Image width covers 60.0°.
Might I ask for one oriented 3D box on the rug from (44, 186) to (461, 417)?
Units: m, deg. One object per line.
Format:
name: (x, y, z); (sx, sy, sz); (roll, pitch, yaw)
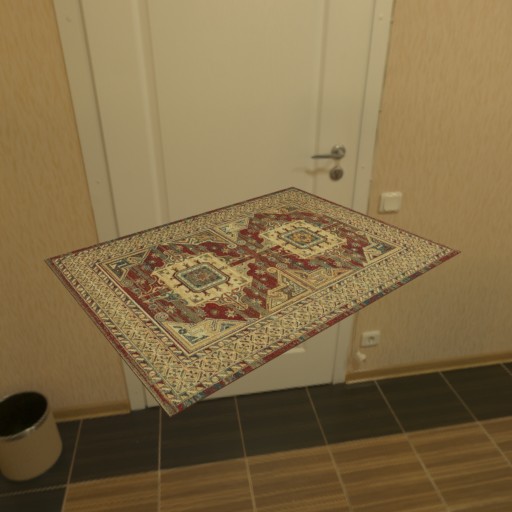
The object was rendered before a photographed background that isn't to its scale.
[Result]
rug: (0.000, 0.000, 4.231); (3.197, 0.013, 2.381); (-21, 35, -34)
